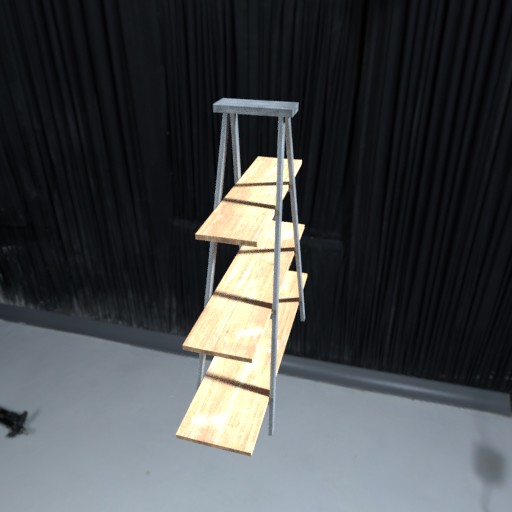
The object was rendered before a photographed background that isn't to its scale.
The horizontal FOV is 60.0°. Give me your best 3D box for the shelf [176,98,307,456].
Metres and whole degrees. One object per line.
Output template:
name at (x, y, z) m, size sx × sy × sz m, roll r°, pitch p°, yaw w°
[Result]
shelf at (0.000, 0.000, 2.725) m, size 0.508 × 1.808 × 1.746 m, roll 8°, pitch 32°, yaw 13°
